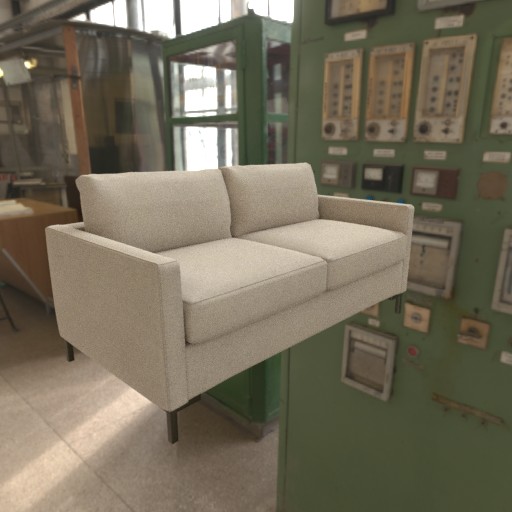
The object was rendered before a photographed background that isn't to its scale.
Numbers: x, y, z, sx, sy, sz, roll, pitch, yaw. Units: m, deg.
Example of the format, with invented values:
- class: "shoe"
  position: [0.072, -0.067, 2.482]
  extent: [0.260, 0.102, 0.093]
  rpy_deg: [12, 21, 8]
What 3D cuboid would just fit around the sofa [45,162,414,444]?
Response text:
- class: "sofa"
  position: [0.000, 0.000, 2.180]
  extent: [0.875, 0.840, 1.682]
  rpy_deg: [14, 21, 42]
